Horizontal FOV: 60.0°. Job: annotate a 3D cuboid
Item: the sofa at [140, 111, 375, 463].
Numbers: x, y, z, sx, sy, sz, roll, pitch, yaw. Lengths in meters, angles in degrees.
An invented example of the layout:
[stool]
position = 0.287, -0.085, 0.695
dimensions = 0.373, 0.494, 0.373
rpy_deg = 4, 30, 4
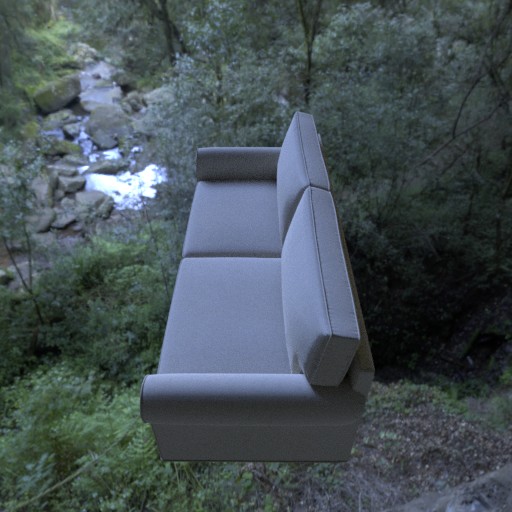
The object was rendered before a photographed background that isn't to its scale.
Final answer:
[sofa]
position = 0.000, 0.000, 2.572
dimensions = 0.901, 0.962, 2.146
rpy_deg = 0, 41, 0
